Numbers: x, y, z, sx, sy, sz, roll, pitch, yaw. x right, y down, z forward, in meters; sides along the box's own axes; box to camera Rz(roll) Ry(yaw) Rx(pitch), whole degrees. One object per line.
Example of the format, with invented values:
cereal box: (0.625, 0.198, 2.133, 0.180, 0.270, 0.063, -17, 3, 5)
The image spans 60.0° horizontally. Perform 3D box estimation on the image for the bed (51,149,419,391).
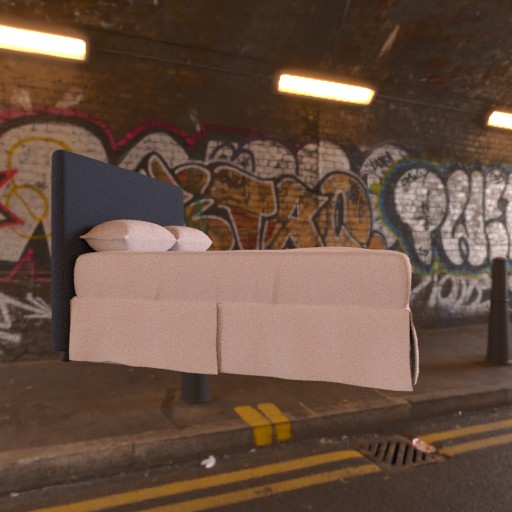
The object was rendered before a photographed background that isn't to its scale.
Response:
bed: (0.000, 0.000, 3.208, 2.162, 1.330, 1.713, 0, 0, 17)
